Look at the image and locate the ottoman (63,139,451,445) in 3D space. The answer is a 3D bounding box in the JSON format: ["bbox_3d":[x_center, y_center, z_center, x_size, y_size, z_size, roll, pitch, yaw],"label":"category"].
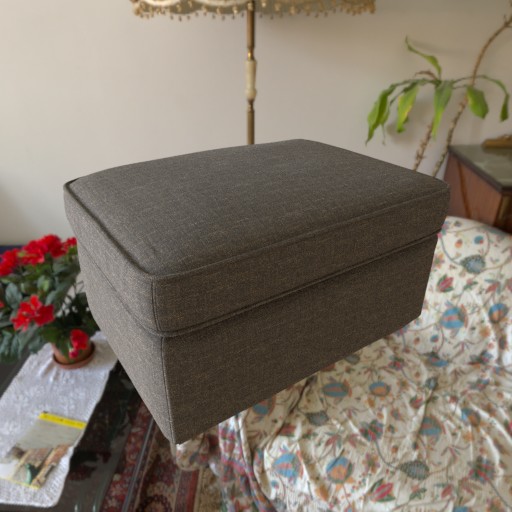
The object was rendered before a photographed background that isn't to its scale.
[{"bbox_3d":[0.000,0.000,1.081,0.749,0.450,0.549,-18,33,-30],"label":"ottoman"}]
